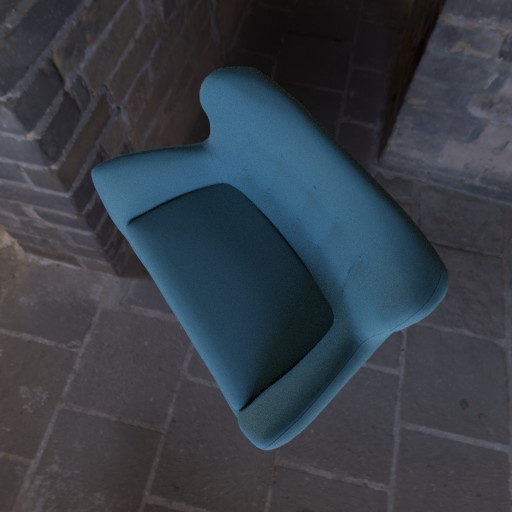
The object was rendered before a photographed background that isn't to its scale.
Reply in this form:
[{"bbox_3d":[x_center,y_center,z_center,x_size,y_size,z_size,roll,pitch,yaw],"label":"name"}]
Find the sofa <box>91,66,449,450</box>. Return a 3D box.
[{"bbox_3d":[0.000,0.000,1.957,0.889,0.889,1.397,-31,67,-14],"label":"sofa"}]
